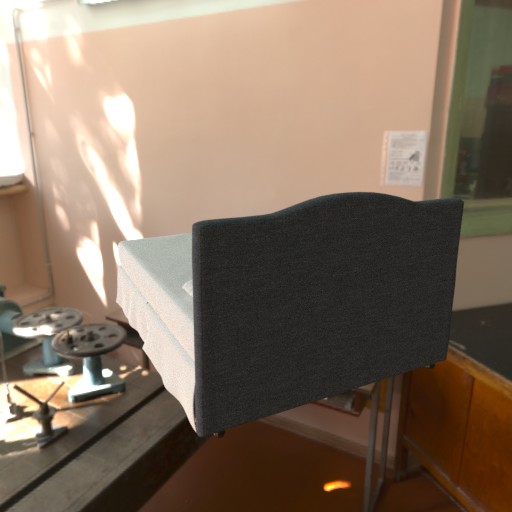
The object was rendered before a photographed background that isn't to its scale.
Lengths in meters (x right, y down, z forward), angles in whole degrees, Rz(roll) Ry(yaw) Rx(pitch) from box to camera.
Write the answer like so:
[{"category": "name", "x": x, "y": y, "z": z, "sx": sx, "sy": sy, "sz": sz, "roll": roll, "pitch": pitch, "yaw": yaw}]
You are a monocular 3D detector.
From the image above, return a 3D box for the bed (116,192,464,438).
[{"category": "bed", "x": 0.000, "y": 0.000, "z": 4.077, "sx": 2.161, "sy": 1.457, "sz": 2.689, "roll": -8, "pitch": 17, "yaw": -26}]
